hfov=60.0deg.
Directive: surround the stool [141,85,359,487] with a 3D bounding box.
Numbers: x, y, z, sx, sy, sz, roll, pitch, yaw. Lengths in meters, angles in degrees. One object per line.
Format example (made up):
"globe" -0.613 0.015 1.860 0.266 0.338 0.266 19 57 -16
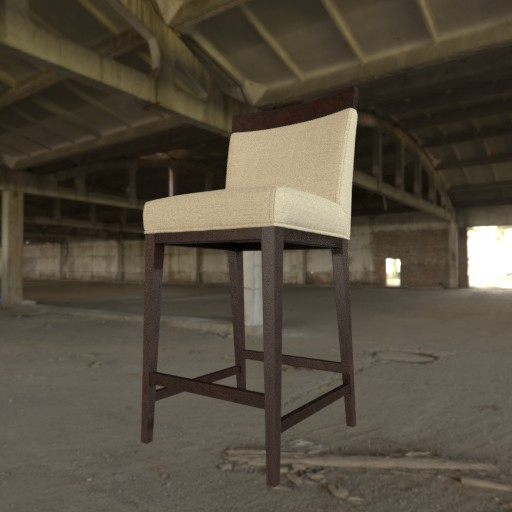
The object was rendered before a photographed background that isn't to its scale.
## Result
"stool" 0.000 0.000 1.414 0.511 1.117 0.531 -1 -1 35
